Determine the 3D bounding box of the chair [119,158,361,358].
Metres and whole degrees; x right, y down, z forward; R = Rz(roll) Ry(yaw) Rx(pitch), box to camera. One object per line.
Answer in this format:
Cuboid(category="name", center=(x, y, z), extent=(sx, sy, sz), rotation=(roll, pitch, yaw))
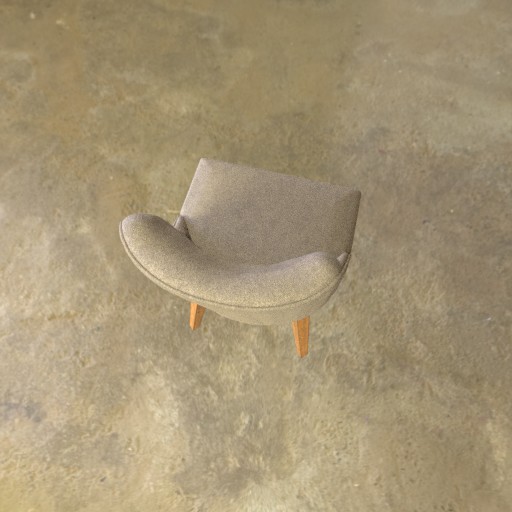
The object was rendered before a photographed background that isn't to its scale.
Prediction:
Cuboid(category="chair", center=(0.000, 0.000, 1.306), extent=(0.548, 0.916, 0.636), rotation=(13, 64, 6))
